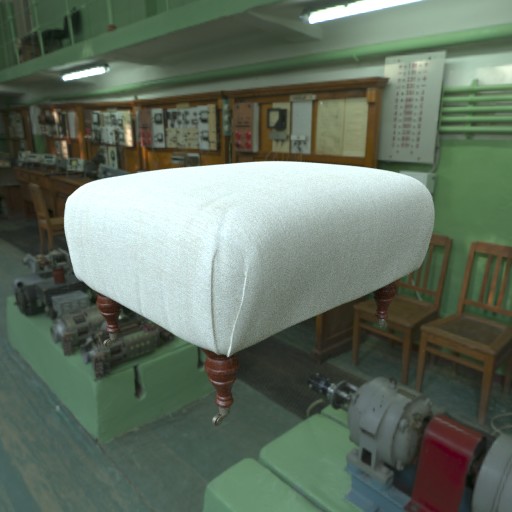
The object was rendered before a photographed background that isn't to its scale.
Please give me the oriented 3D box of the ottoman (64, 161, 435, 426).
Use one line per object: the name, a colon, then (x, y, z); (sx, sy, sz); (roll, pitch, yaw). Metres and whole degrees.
ottoman: (0.000, 0.000, 1.117); (0.747, 0.450, 0.622); (-15, 22, -42)
